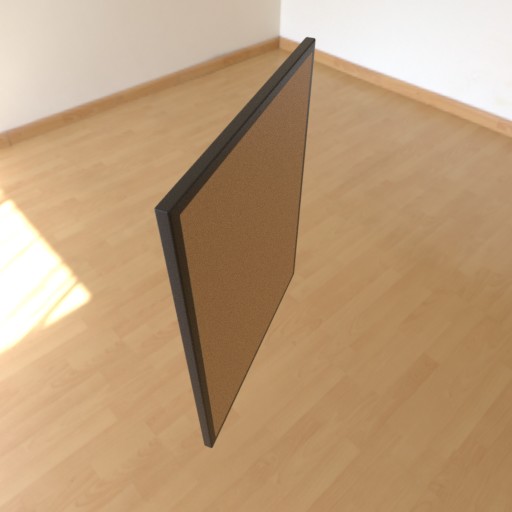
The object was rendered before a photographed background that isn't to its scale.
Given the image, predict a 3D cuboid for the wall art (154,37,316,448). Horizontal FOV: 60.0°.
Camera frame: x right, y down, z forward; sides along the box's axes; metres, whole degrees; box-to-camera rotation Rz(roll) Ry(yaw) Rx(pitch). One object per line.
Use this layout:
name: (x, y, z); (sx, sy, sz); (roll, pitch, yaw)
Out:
wall art: (0.000, 0.000, 0.788); (0.018, 0.582, 0.481); (16, 48, 15)
